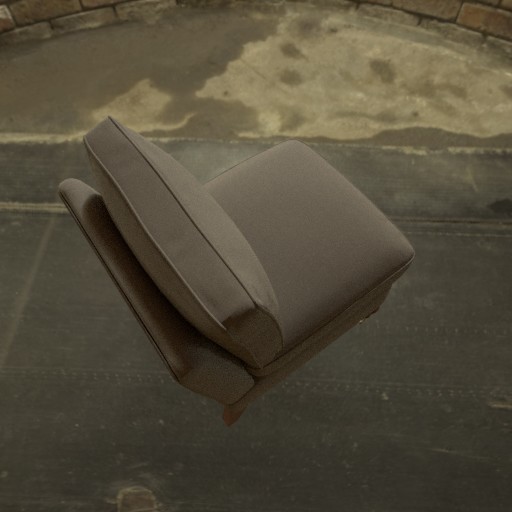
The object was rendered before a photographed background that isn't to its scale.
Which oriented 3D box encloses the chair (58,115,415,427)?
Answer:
[{"bbox_3d":[0.000,0.000,1.574,0.924,1.045,0.724,-32,64,-17],"label":"chair"}]
